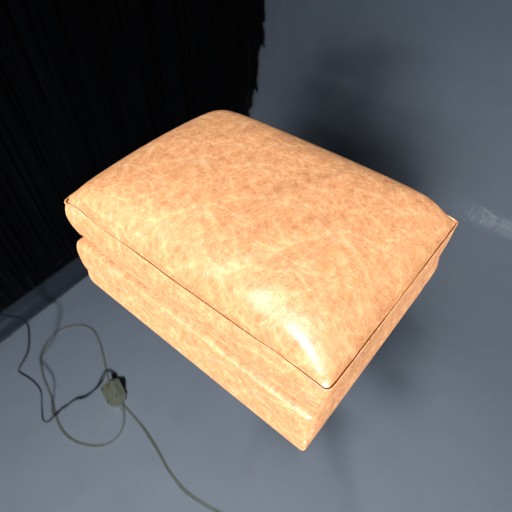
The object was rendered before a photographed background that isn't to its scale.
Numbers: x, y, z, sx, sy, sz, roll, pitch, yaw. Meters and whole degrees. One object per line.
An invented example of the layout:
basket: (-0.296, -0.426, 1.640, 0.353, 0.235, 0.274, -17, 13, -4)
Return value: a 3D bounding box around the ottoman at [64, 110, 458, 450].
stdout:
ottoman: (0.000, 0.000, 1.066, 0.710, 0.480, 0.533, 31, 55, 26)
